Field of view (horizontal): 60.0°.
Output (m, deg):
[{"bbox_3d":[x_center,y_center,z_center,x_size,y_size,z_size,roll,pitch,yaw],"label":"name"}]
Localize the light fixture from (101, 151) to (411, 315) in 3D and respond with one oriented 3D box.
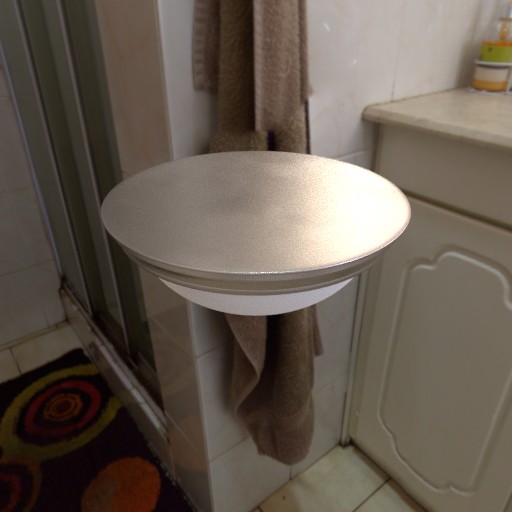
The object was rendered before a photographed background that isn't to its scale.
[{"bbox_3d":[0.000,0.000,0.450,0.280,0.135,0.280,0,30,0],"label":"light fixture"}]
